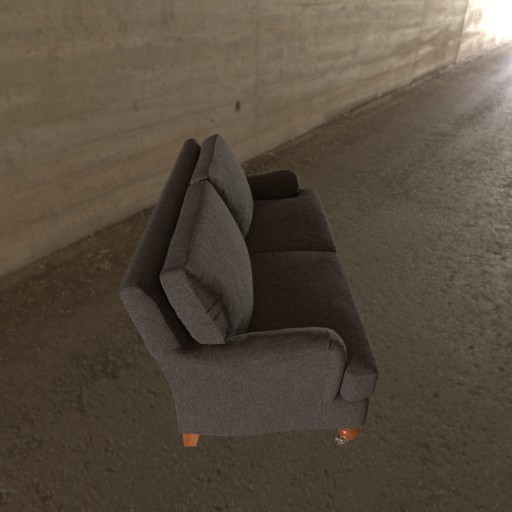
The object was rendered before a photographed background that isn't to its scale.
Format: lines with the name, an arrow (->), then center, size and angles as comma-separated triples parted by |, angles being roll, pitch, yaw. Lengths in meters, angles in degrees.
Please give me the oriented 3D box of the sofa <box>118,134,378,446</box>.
sofa -> 0.000, 0.000, 2.809 | 1.087, 1.054, 2.160 | 0, 30, -1
